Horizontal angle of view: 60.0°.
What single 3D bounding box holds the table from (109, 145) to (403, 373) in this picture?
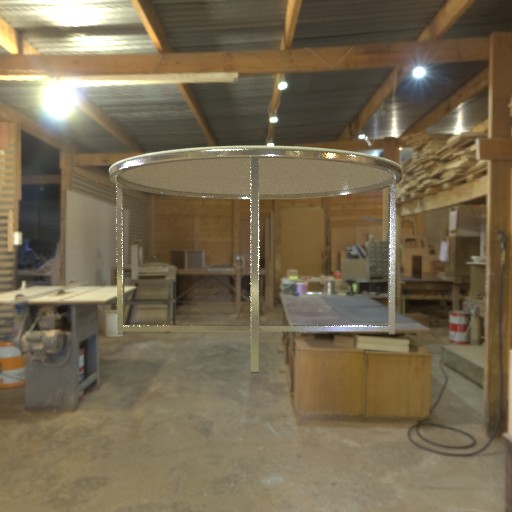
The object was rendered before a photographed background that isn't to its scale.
[{"bbox_3d":[0.000,0.000,1.275,0.800,0.450,0.800,0,1,0],"label":"table"}]
